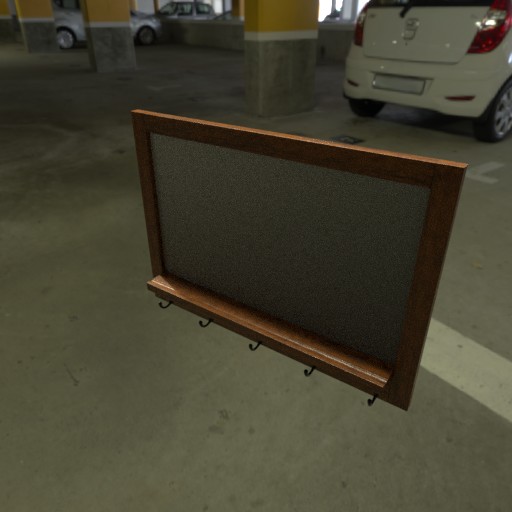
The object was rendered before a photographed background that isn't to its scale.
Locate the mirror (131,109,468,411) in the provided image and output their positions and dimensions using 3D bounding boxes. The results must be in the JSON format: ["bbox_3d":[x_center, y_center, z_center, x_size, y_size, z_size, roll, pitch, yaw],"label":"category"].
[{"bbox_3d":[0.000,0.000,0.989,0.758,0.537,0.084,19,34,30],"label":"mirror"}]
